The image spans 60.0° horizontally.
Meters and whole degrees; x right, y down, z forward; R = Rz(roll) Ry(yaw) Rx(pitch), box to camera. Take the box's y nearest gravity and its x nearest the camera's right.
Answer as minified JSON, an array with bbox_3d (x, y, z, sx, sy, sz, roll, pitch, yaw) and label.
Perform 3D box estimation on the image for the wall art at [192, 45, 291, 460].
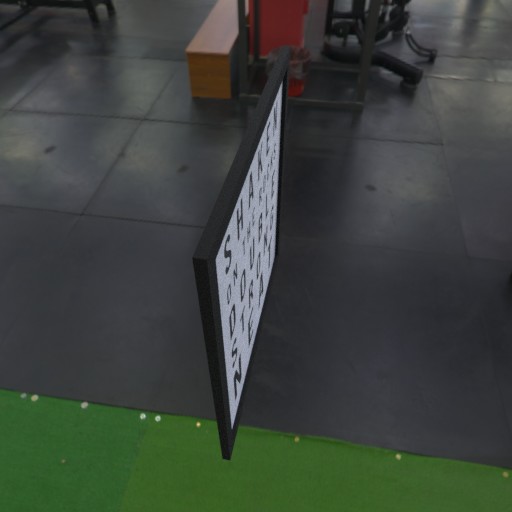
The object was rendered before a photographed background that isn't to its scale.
[{"bbox_3d":[0.000,0.000,0.684,0.013,0.458,0.456,9,47,8],"label":"wall art"}]
